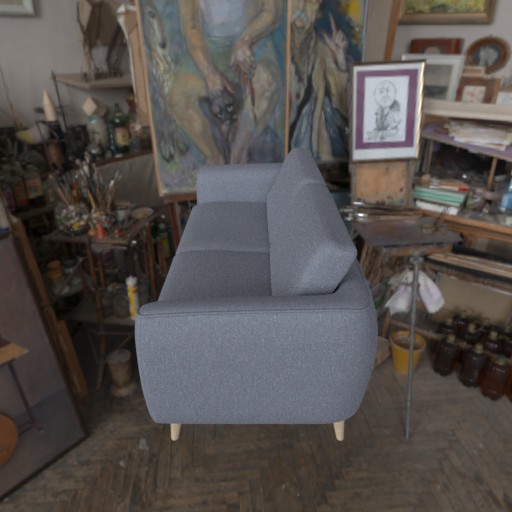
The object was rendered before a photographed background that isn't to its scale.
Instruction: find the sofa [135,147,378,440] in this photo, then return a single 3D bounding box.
[{"bbox_3d":[0.000,0.000,2.508,0.920,0.870,2.000,0,26,0],"label":"sofa"}]
